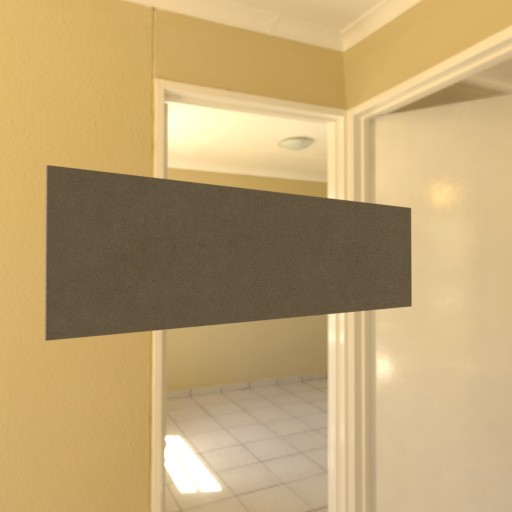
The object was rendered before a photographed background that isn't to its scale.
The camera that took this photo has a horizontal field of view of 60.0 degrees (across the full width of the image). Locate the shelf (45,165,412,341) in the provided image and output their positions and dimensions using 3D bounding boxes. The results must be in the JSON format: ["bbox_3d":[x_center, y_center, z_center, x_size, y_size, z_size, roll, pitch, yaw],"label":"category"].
[{"bbox_3d":[0.000,0.000,1.133,1.020,0.300,0.200,1,-1,-36],"label":"shelf"}]
